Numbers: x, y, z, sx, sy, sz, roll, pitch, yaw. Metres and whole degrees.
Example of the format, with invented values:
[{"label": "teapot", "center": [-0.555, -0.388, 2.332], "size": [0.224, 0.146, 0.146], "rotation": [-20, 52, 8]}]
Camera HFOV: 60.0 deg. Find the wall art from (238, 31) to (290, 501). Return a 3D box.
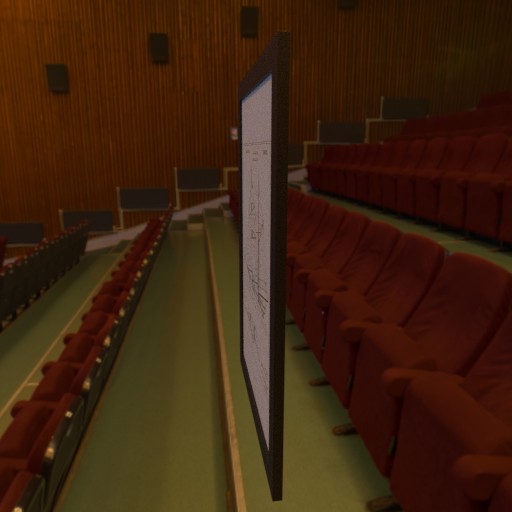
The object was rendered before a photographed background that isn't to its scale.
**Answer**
[{"label": "wall art", "center": [0.000, 0.000, 0.669], "size": [0.013, 0.534, 0.381], "rotation": [-2, 14, -8]}]
